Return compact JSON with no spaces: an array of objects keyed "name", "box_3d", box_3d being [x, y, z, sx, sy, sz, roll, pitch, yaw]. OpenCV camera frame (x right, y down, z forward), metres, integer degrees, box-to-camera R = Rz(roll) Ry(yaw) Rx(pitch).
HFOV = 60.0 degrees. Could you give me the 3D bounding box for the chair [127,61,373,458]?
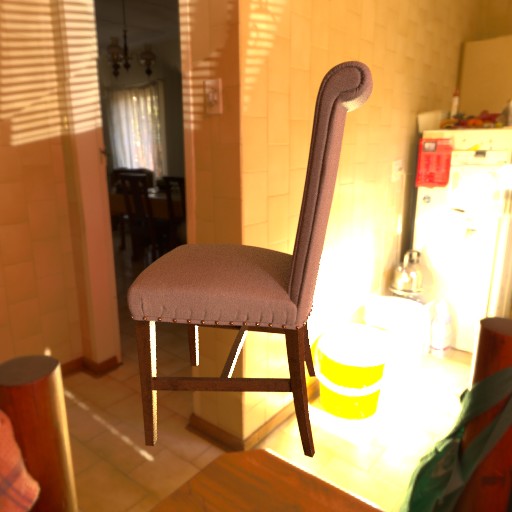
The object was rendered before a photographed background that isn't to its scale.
[{"name":"chair","box_3d":[0.000,0.000,1.315,0.608,0.988,0.513,2,14,7]}]
